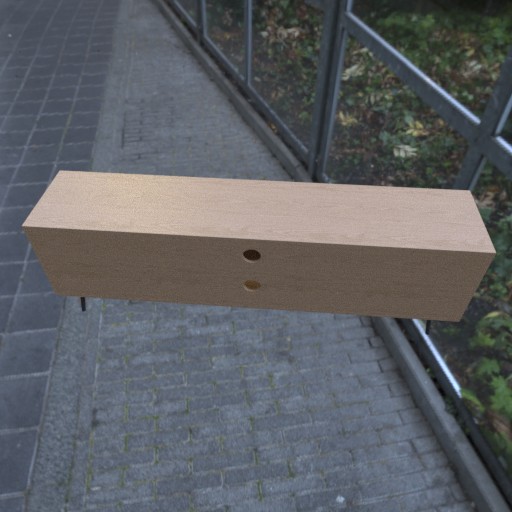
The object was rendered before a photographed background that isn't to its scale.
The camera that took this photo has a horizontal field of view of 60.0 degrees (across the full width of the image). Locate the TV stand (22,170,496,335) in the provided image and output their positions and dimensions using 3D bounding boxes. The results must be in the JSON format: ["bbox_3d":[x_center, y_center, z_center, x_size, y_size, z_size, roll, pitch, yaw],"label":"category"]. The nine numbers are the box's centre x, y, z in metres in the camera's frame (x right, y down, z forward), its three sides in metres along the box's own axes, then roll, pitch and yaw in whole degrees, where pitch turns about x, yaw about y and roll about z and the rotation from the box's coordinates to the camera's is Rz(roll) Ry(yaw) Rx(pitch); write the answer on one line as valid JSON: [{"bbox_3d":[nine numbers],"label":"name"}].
[{"bbox_3d":[0.000,0.000,1.985,1.760,0.580,0.400,3,45,3],"label":"TV stand"}]
